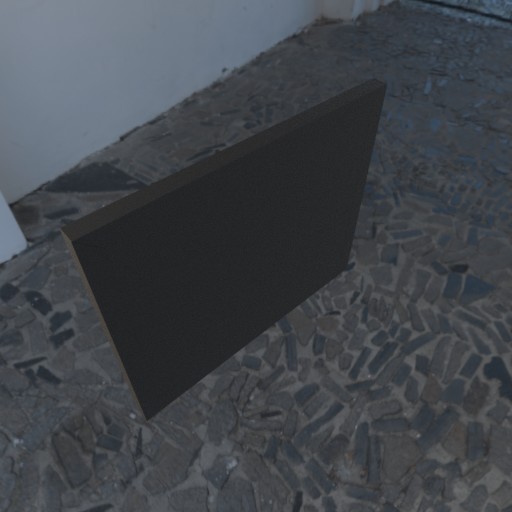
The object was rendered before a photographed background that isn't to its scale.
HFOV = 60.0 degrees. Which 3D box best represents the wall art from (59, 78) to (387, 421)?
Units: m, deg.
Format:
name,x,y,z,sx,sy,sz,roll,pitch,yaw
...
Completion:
name,x,y,z,sx,sy,sz,roll,pitch,yaw
wall art,0.000,0.000,0.776,0.558,0.457,0.029,-33,55,-27
